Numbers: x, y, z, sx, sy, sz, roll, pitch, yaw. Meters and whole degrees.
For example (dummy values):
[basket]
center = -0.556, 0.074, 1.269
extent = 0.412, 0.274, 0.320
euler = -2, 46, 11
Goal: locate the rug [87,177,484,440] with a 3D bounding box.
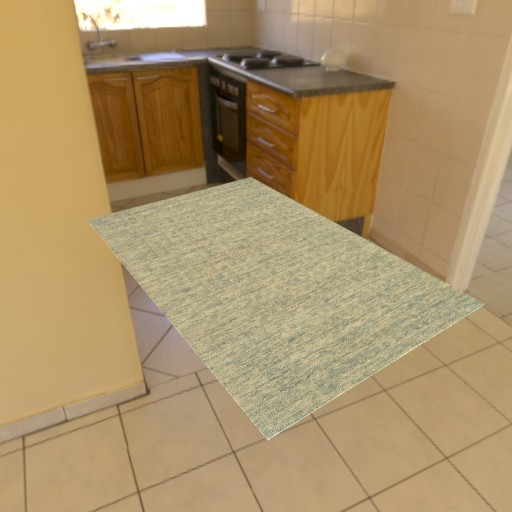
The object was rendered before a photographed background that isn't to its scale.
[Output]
[rug]
center = 0.000, 0.000, 2.214
extent = 1.142, 0.006, 1.752
euler = -20, 37, -29
